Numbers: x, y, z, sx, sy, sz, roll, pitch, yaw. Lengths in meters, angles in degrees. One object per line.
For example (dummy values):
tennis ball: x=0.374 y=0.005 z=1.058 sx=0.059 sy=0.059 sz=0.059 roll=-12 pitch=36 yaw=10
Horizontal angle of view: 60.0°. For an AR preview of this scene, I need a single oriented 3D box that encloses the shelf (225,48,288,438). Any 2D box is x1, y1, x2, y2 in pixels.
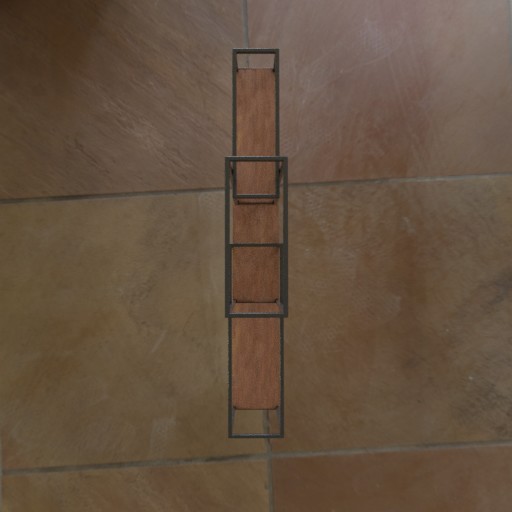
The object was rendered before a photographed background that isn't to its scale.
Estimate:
shelf: x=0.000 y=0.000 z=2.154 sx=0.275 sy=0.972 sz=1.781 roll=0 pitch=89 yaw=0
